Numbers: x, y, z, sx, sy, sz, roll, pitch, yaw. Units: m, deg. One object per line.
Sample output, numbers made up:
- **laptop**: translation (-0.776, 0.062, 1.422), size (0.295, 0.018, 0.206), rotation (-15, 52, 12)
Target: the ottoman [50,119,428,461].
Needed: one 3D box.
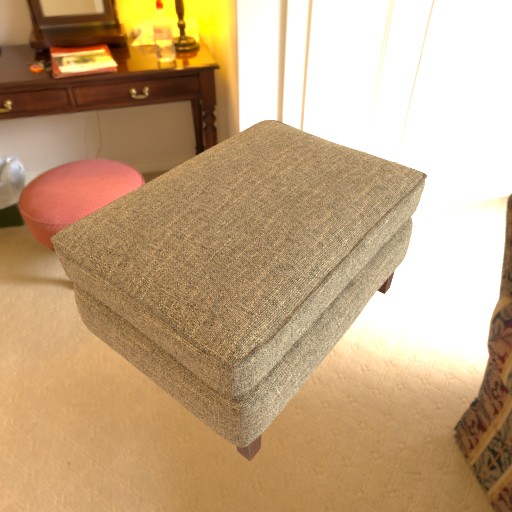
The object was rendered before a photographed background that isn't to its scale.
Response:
- **ottoman**: translation (0.000, 0.000, 1.002), size (0.508, 0.406, 0.686), rotation (28, 49, 28)
